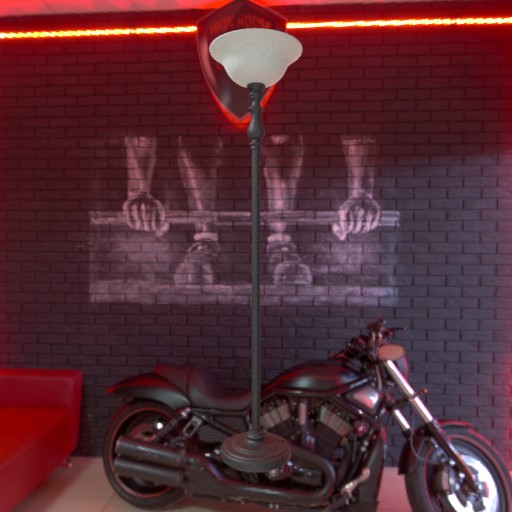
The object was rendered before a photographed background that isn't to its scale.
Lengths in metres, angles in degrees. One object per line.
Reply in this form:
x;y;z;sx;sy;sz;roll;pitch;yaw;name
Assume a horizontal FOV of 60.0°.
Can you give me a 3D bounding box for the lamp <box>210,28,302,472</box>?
0.000;0.000;1.963;0.405;1.797;0.405;1;2;37;lamp
